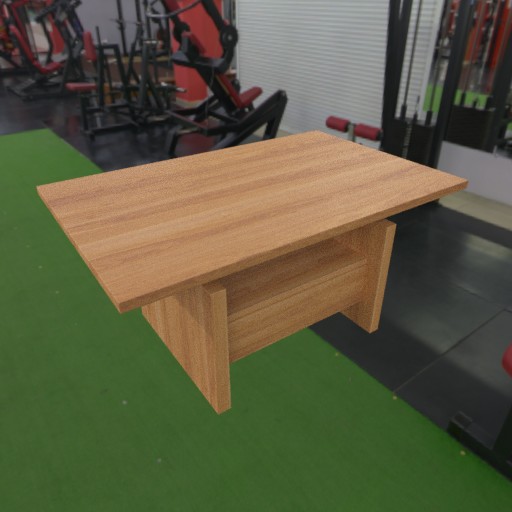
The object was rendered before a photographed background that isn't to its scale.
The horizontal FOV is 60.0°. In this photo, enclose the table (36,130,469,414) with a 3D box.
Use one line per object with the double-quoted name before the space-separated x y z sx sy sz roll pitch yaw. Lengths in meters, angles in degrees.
"table" 0.000 0.000 1.464 1.100 0.510 0.700 -19 36 -29
